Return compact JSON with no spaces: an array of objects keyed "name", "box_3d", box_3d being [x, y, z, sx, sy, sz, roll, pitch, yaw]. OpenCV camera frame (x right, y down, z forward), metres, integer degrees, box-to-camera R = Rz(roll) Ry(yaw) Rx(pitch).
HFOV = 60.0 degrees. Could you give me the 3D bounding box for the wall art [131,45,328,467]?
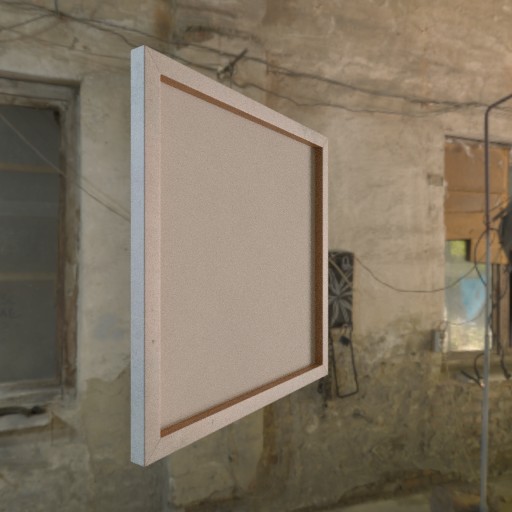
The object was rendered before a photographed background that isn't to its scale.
[{"name":"wall art","box_3d":[0.000,0.000,1.122,0.038,0.762,0.762,0,0,35]}]
